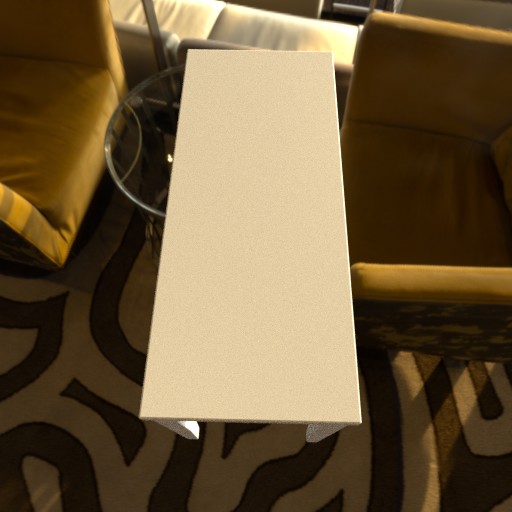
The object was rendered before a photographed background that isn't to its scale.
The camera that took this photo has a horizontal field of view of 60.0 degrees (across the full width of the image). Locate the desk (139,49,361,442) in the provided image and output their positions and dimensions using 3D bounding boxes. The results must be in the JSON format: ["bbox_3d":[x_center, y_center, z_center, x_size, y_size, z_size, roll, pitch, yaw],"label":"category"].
[{"bbox_3d":[0.000,0.000,1.623,0.508,0.775,1.220,1,64,1],"label":"desk"}]
